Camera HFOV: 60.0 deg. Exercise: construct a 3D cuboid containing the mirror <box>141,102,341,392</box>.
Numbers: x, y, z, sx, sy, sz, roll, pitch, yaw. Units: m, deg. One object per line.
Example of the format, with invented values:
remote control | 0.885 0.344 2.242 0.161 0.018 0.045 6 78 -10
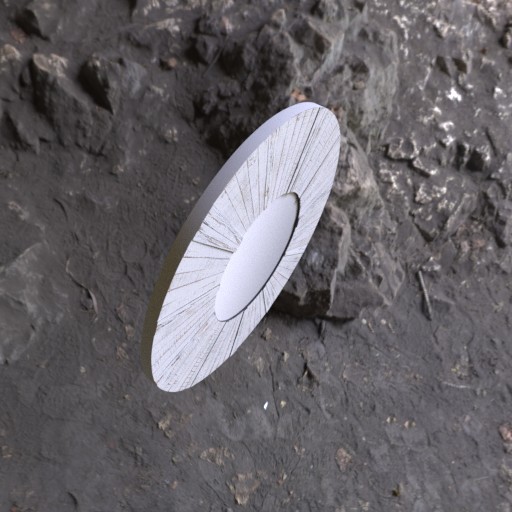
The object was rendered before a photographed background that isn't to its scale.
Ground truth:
mirror | 0.000 0.000 1.321 0.038 0.914 0.914 31 63 18
